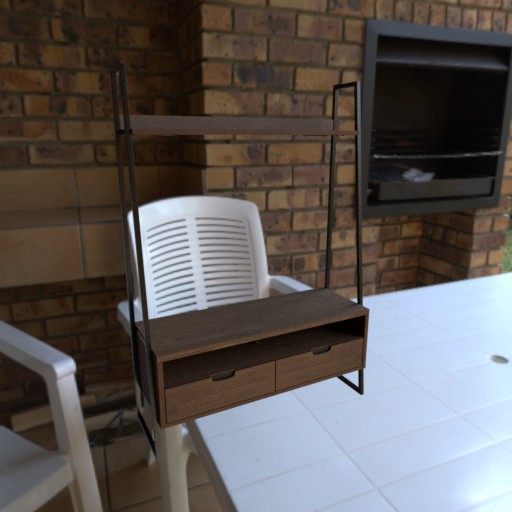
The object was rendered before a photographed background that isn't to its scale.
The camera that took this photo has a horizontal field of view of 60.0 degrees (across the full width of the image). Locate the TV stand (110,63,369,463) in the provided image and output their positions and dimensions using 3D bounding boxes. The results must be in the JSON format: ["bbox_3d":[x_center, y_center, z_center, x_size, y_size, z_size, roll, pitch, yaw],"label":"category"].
[{"bbox_3d":[0.000,0.000,2.302,1.250,1.772,0.432,-8,17,-27],"label":"TV stand"}]
